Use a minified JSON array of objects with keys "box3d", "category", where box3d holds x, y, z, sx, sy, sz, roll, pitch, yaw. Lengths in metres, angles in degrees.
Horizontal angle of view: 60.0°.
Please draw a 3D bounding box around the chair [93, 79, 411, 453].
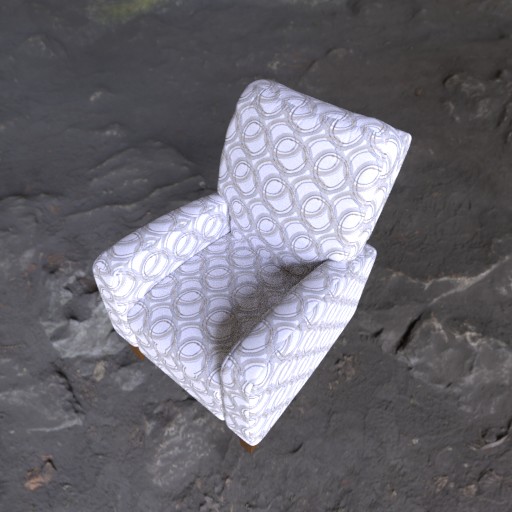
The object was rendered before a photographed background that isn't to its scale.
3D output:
[{"box3d":[0.000,0.000,1.768,0.796,1.065,0.995,31,54,26],"category":"chair"}]
